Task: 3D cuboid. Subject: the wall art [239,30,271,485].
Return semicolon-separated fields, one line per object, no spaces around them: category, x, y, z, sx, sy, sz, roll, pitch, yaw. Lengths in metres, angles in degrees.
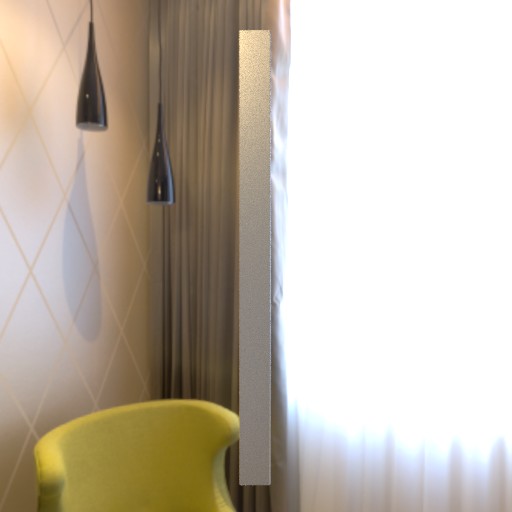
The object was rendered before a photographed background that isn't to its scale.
wall art;0.000;0.000;0.761;0.038;0.549;0.452;0;1;0
